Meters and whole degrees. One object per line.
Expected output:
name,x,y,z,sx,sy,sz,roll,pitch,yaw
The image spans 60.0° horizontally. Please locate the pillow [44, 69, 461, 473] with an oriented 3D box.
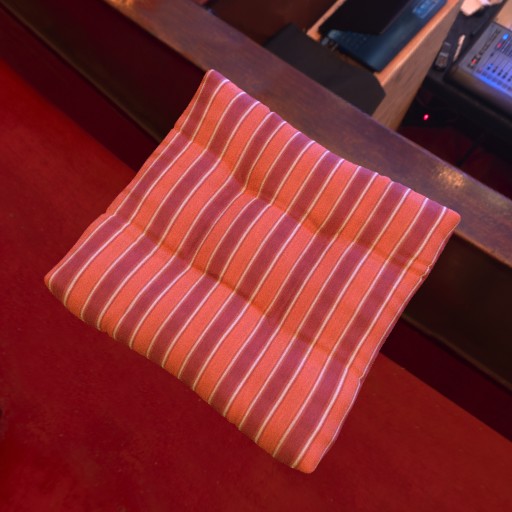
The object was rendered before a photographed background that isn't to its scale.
pillow,0.000,0.000,0.711,0.490,0.133,0.468,33,76,9
